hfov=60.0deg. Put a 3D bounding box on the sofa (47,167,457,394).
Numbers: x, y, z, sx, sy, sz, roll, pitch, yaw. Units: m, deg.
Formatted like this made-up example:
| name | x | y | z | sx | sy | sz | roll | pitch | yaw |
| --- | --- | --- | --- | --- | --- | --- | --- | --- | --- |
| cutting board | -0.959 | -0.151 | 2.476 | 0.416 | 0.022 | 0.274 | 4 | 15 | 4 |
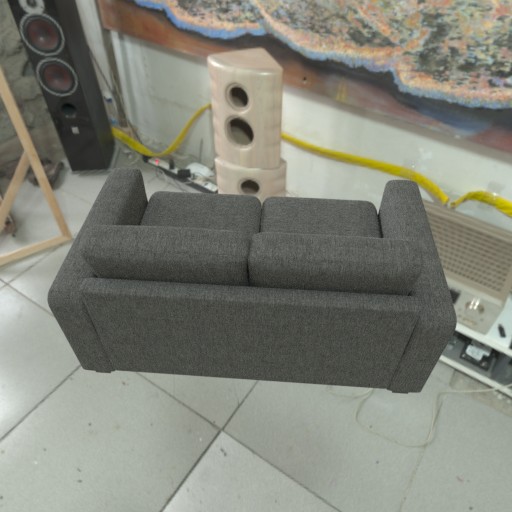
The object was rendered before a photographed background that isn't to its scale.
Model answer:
| name | x | y | z | sx | sy | sz | roll | pitch | yaw |
| --- | --- | --- | --- | --- | --- | --- | --- | --- | --- |
| sofa | 0.000 | 0.000 | 2.013 | 1.520 | 0.800 | 0.900 | 3 | 46 | 3 |
